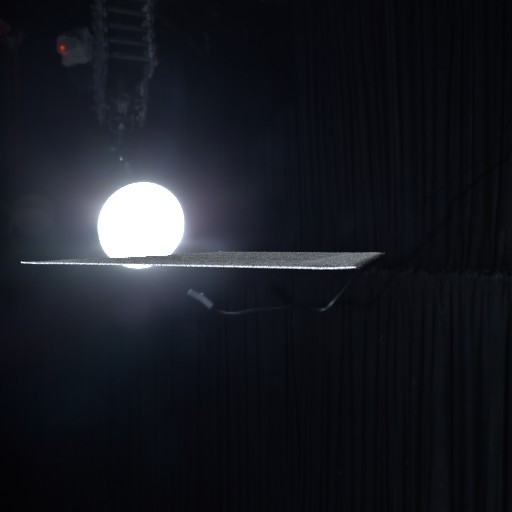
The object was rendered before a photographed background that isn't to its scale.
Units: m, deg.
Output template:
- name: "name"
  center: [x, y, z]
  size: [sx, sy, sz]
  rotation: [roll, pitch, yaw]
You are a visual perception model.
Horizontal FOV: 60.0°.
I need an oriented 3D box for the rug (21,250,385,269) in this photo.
- name: "rug"
  center: [0.000, 0.000, 2.286]
  size: [1.209, 0.019, 1.828]
  rotation: [1, 2, 19]
